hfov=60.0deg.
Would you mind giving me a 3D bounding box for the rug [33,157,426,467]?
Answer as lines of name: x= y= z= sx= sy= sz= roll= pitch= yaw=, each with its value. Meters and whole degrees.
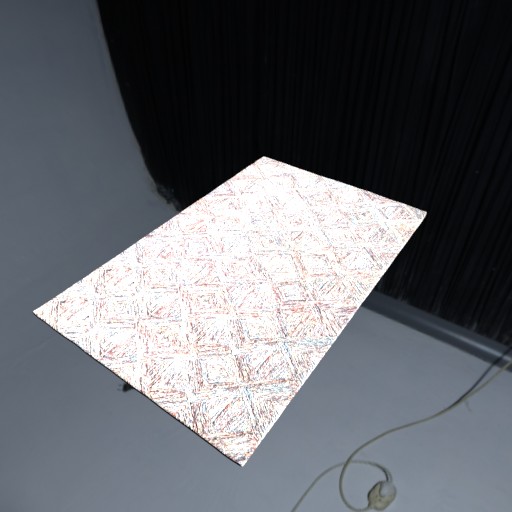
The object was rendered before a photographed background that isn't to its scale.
rug: x=0.000 y=0.000 z=2.218 sx=1.143 sy=0.014 sz=1.761 roll=25 pitch=46 yaw=26
